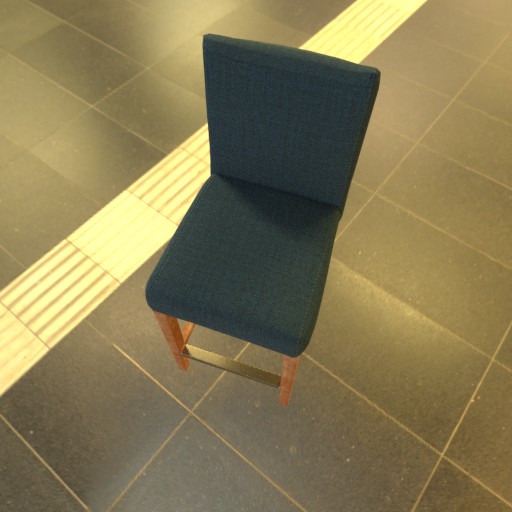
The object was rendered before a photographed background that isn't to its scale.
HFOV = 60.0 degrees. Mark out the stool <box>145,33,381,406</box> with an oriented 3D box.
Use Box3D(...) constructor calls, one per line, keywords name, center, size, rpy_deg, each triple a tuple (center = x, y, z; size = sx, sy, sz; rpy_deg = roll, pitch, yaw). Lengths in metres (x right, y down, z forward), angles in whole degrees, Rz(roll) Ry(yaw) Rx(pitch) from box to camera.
Box3D(name="stool", center=(0.000, 0.000, 1.336), size=(0.454, 1.039, 0.567), rpy_deg=(16, 60, 10))
